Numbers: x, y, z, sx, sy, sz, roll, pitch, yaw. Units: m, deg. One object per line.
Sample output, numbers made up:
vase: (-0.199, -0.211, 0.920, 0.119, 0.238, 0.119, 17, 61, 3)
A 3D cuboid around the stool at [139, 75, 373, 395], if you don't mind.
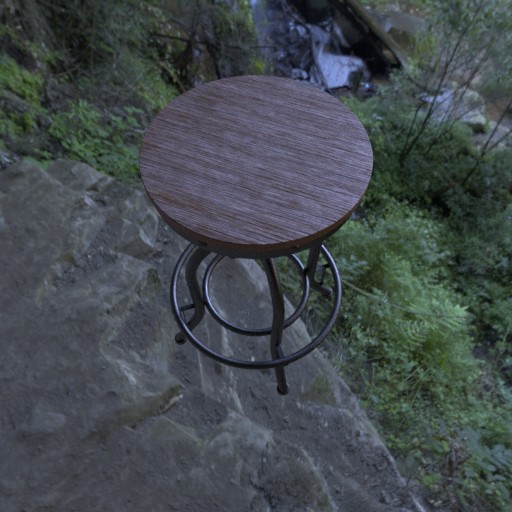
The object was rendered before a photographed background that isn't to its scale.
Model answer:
stool: (0.000, 0.000, 0.923, 0.439, 0.609, 0.439, -16, 59, -10)
